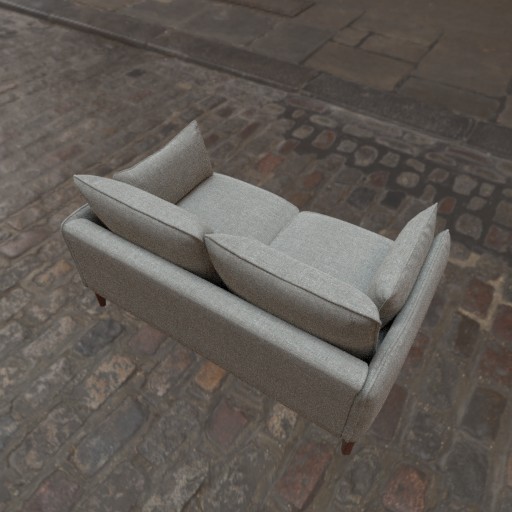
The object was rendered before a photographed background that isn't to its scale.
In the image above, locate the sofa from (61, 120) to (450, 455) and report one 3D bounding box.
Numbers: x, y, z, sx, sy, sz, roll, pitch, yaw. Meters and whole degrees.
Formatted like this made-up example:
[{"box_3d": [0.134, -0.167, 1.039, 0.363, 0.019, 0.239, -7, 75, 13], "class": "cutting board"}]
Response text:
[{"box_3d": [0.000, 0.000, 2.111, 1.580, 0.851, 0.972, 25, 51, 22], "class": "sofa"}]
